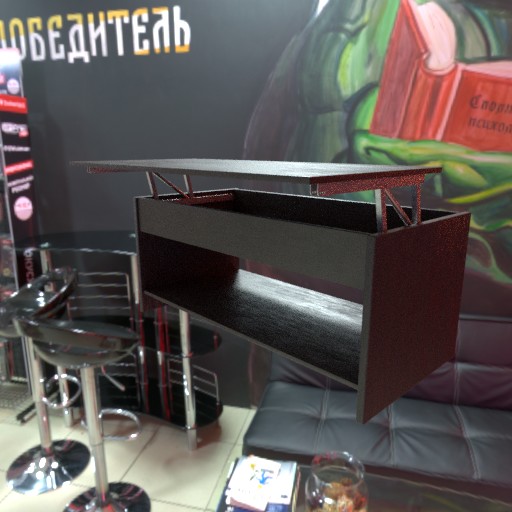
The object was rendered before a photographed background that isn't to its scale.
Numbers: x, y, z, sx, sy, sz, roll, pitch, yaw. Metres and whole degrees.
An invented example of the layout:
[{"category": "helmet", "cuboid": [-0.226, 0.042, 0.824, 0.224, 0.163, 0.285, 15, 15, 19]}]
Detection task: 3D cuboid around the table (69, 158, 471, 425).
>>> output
[{"category": "table", "cuboid": [0.000, 0.000, 1.387, 0.712, 0.570, 1.000, -13, 19, -42]}]
